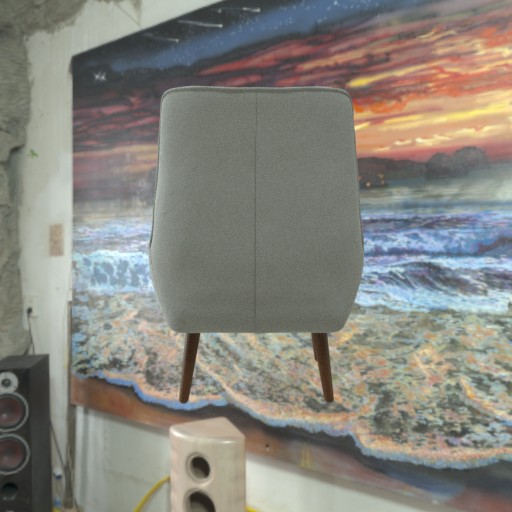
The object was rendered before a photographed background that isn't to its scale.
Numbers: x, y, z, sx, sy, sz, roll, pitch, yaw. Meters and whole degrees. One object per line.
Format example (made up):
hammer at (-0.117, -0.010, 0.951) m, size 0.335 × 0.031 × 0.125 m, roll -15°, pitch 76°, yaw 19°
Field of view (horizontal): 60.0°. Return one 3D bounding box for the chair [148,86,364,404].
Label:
chair at (0.000, 0.000, 1.515) m, size 0.787 × 0.888 × 0.822 m, roll 0°, pitch 1°, yaw -1°
